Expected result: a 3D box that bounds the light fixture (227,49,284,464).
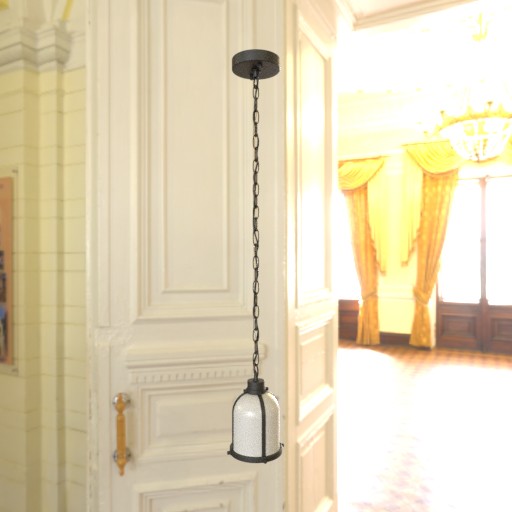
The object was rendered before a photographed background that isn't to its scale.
[{"bbox_3d":[0.000,0.000,1.339,0.178,1.181,0.178,0,0,-18],"label":"light fixture"}]
